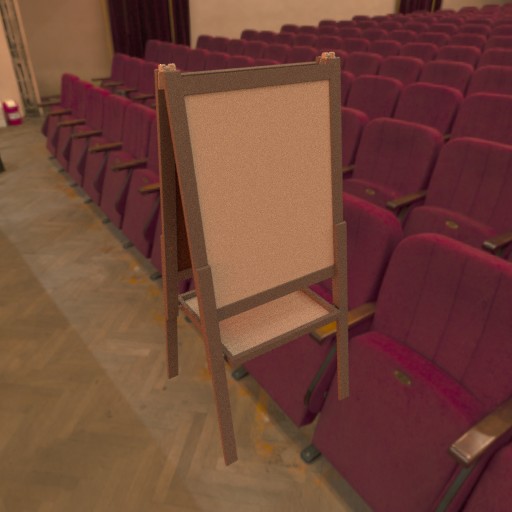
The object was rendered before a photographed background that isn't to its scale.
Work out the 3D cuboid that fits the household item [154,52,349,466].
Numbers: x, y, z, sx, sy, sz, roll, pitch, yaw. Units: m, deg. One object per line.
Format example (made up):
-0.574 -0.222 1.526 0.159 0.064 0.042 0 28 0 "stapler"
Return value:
0.000 0.000 1.427 0.531 1.172 0.469 -18 35 -29 "household item"
